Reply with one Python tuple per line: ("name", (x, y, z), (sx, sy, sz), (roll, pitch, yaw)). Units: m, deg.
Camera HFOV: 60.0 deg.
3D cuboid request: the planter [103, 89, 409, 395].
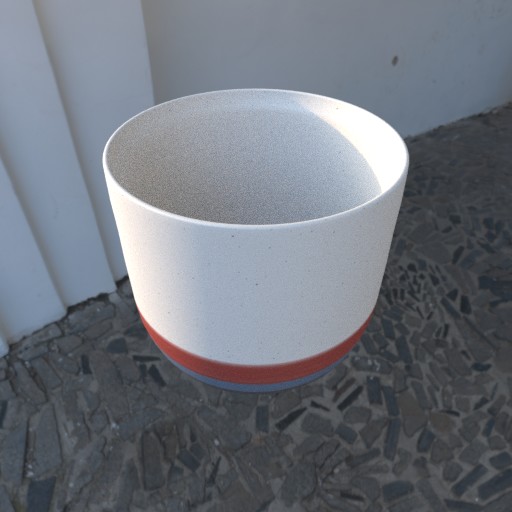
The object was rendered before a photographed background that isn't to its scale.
("planter", (0.000, 0.000, 0.483), (0.268, 0.270, 0.268), (0, 40, 0))
